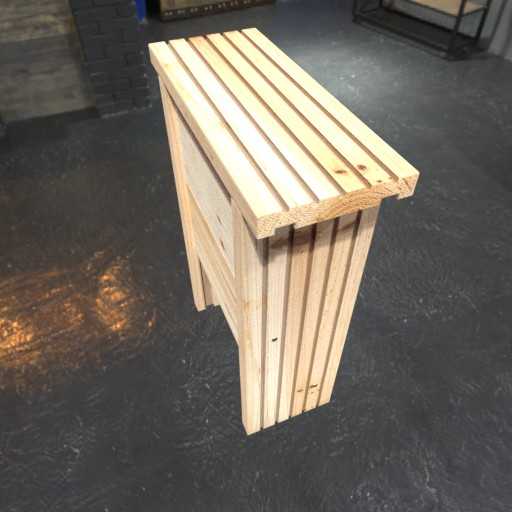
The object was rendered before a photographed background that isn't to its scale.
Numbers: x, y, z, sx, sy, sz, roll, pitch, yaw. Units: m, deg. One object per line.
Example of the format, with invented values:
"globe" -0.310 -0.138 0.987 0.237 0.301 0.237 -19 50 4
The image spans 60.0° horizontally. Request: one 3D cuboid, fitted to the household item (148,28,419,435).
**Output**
"household item" 0.000 0.000 0.534 0.123 0.407 0.301 -17 48 -15
